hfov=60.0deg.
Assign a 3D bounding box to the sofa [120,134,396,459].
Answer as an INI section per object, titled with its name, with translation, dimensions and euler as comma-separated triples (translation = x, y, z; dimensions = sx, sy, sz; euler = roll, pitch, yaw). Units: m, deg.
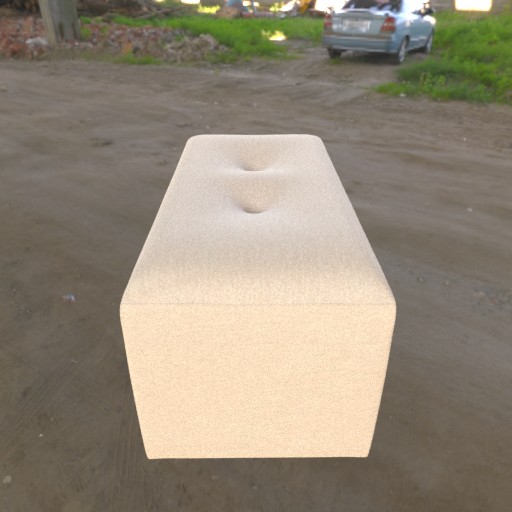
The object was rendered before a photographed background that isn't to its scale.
[sofa]
translation = 0.000, 0.000, 1.204
dimensions = 0.480, 0.470, 0.930
euler = 0, 31, 0
